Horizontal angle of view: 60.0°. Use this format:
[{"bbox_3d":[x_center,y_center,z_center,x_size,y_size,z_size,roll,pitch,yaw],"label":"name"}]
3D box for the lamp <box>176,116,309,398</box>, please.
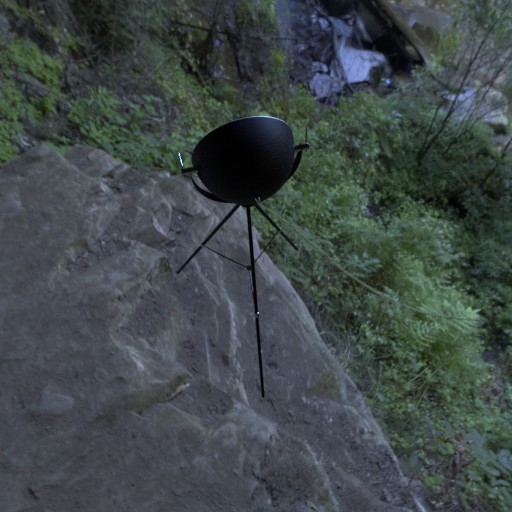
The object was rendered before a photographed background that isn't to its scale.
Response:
[{"bbox_3d":[0.000,0.000,2.065,0.817,1.512,0.920,-14,60,-8],"label":"lamp"}]
